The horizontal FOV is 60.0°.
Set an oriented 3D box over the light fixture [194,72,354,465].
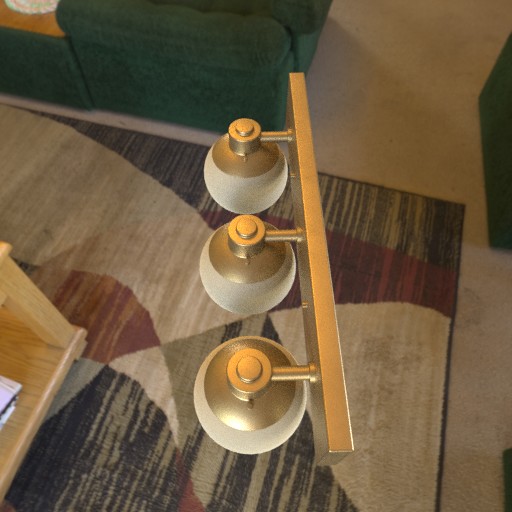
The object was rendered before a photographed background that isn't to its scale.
[{"bbox_3d":[0.000,0.000,0.833,0.218,0.263,0.721,-1,58,-1],"label":"light fixture"}]
